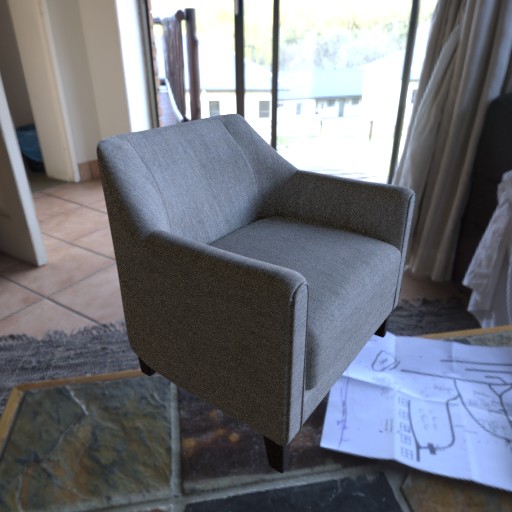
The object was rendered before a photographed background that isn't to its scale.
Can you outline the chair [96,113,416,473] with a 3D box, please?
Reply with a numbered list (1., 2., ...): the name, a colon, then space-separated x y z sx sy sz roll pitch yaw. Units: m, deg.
1. chair: 0.000 0.000 1.423 0.758 0.761 0.796 17 31 31
